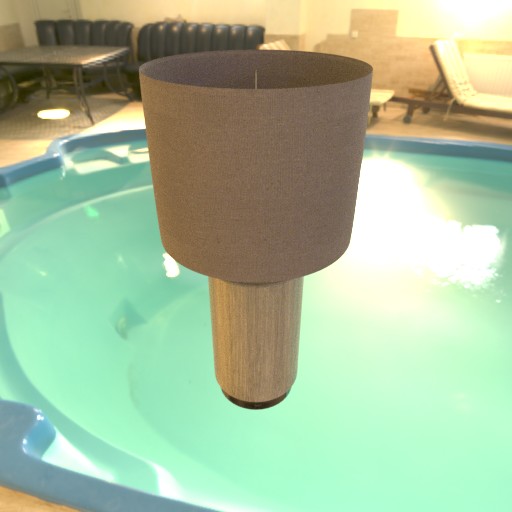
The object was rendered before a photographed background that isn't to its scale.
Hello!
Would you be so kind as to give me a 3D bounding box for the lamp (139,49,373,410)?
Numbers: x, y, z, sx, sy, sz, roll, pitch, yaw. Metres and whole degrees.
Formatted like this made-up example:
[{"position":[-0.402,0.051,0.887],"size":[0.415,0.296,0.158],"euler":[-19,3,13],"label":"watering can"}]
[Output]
[{"position":[0.000,0.000,0.555],"size":[0.228,0.444,0.228],"euler":[0,32,0],"label":"lamp"}]
